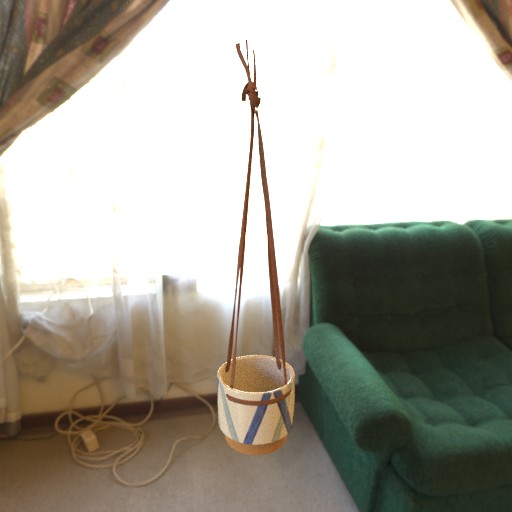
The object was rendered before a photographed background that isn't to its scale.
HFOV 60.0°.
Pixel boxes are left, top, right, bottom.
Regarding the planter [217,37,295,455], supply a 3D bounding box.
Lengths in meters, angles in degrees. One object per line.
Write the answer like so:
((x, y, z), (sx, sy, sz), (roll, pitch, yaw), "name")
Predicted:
((0.000, 0.000, 0.812), (0.153, 0.753, 0.157), (-8, 16, -27), "planter")
